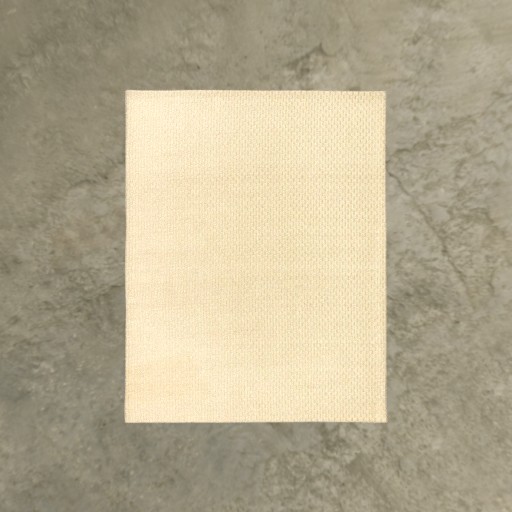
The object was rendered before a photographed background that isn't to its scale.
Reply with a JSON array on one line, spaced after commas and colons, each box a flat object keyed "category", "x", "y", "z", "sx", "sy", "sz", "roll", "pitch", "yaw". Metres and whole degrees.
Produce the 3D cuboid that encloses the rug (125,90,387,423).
[{"category": "rug", "x": 0.000, "y": 0.000, "z": 3.856, "sx": 2.277, "sy": 0.035, "sz": 2.897, "roll": 0, "pitch": 90, "yaw": -1}]
